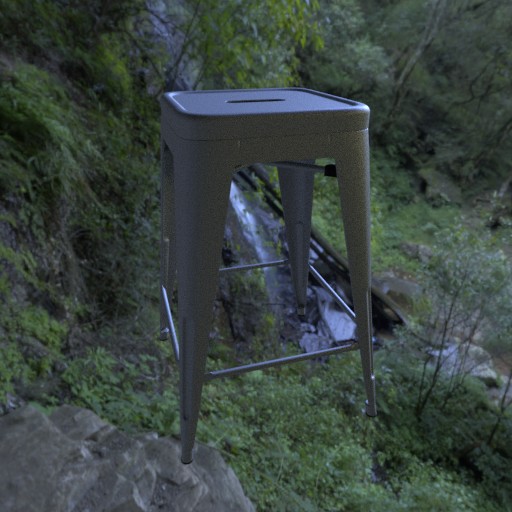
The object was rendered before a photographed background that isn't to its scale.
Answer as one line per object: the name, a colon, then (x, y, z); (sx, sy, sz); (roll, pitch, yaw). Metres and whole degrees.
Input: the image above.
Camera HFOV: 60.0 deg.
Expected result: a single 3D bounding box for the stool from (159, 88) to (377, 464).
stool: (0.000, 0.000, 0.901); (0.406, 0.610, 0.406); (-8, 27, -15)
